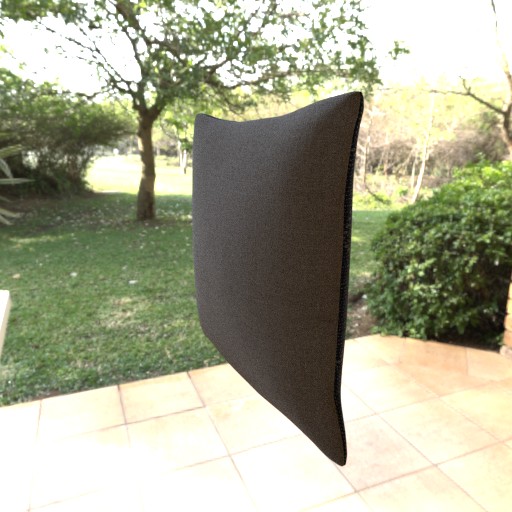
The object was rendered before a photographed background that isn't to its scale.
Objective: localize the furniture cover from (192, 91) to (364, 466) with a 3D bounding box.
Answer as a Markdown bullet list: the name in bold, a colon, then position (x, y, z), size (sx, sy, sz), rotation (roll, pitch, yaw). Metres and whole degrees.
- **furniture cover**: position (0.000, 0.000, 0.777), size (0.162, 0.503, 0.511), rotation (-8, 17, -27)
